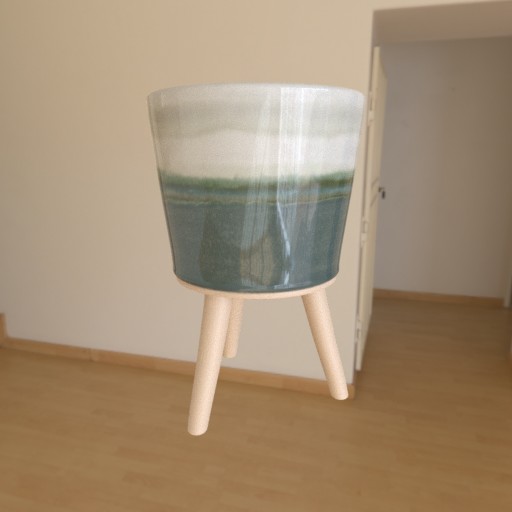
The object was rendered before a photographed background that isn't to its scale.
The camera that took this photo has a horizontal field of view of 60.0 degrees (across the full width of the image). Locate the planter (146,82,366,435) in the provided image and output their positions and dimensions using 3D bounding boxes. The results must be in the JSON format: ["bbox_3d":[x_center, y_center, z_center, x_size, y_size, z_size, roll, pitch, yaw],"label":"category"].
[{"bbox_3d":[0.000,0.000,0.487,0.217,0.331,0.217,-2,14,-9],"label":"planter"}]
